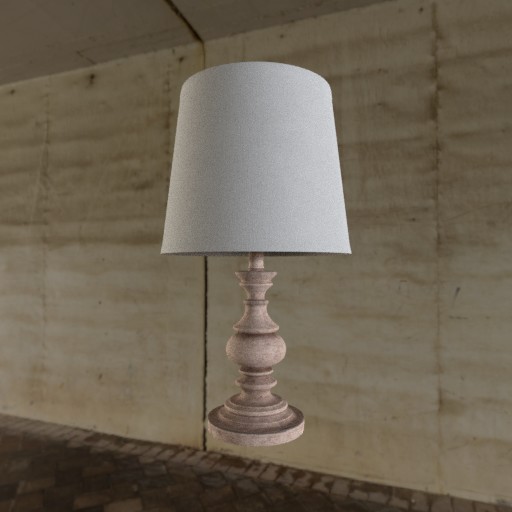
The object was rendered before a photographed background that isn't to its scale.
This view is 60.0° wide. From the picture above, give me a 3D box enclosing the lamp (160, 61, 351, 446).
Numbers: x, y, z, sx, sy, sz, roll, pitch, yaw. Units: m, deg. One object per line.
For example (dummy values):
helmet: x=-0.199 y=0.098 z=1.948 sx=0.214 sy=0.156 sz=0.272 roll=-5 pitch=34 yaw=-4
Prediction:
lamp: x=0.000 y=0.000 z=0.648 sx=0.273 sy=0.497 sz=0.273 roll=0 pitch=-1 yaw=0
